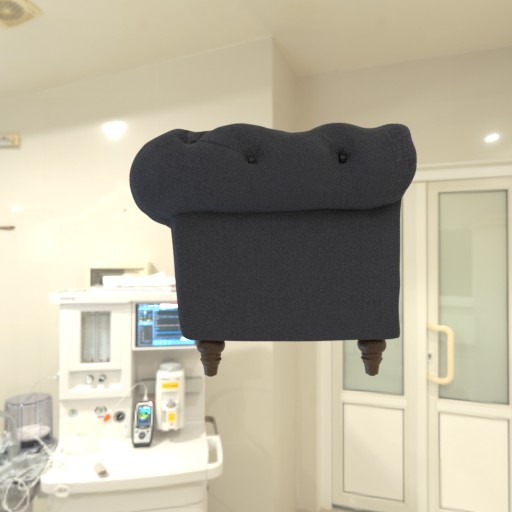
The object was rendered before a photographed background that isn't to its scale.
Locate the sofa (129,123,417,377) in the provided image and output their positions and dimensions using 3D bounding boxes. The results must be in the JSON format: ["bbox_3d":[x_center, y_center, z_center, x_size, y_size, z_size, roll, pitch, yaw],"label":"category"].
[{"bbox_3d":[0.000,0.000,2.040,1.032,0.878,1.405,0,-1,-1],"label":"sofa"}]
